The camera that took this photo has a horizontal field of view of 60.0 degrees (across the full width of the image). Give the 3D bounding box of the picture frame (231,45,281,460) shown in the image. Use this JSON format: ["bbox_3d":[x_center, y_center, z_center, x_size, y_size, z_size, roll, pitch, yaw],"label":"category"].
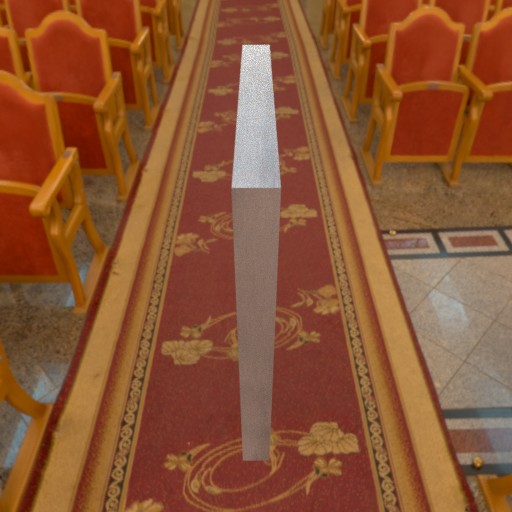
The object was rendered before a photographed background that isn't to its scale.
[{"bbox_3d":[0.000,0.000,0.761,0.046,0.555,0.449,0,41,0],"label":"picture frame"}]
